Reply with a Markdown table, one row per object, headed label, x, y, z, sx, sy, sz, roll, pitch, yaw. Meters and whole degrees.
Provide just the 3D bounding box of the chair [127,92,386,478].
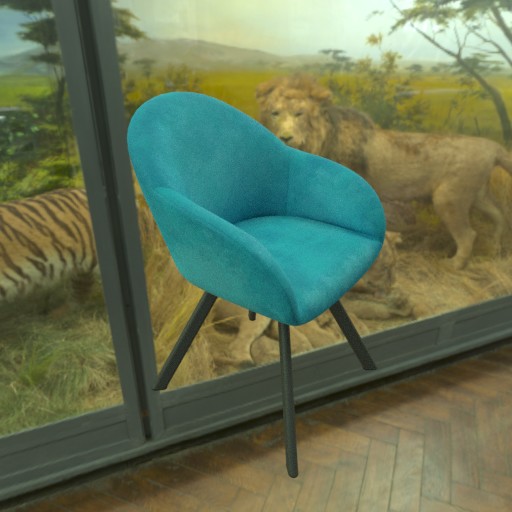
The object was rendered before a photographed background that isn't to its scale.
| label | x | y | z | sx | sy | sz | roll | pitch | yaw |
| --- | --- | --- | --- | --- | --- | --- | --- | --- | --- |
| chair | 0.000 | 0.000 | 1.190 | 0.590 | 0.795 | 0.550 | 18 | 32 | 32 |
